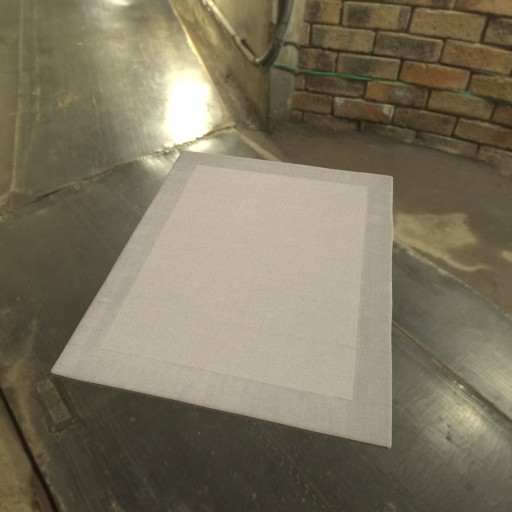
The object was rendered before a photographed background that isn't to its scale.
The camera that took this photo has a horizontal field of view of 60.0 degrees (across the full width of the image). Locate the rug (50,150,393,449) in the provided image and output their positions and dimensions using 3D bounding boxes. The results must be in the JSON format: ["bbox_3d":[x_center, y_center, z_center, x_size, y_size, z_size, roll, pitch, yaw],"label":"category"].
[{"bbox_3d":[0.000,0.000,4.019,2.430,0.018,2.976,9,47,8],"label":"rug"}]
